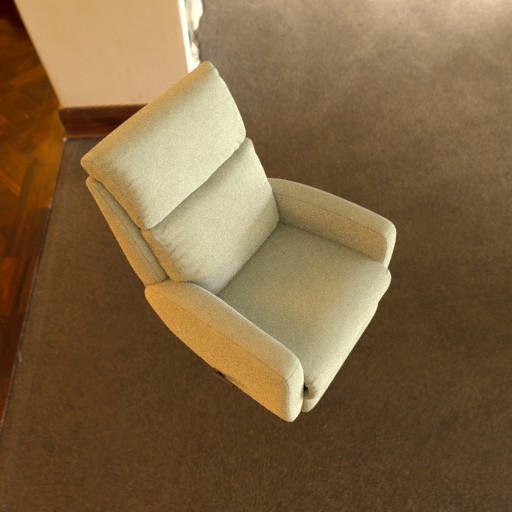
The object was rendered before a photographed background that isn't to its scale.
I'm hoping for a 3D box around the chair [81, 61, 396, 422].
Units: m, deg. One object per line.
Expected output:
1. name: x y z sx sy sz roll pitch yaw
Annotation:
1. chair: 0.000 0.000 1.699 0.941 1.015 0.812 32 63 18
